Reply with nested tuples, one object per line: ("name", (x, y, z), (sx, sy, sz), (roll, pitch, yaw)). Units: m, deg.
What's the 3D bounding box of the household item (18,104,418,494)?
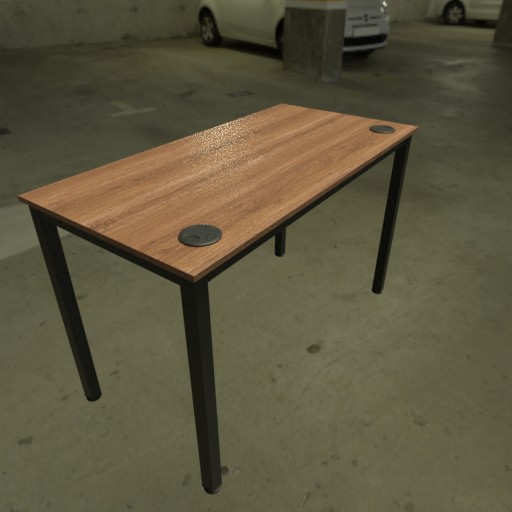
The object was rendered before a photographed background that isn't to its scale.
("household item", (0.000, 0.000, 1.564), (0.600, 0.750, 1.200), (21, 38, 30))
